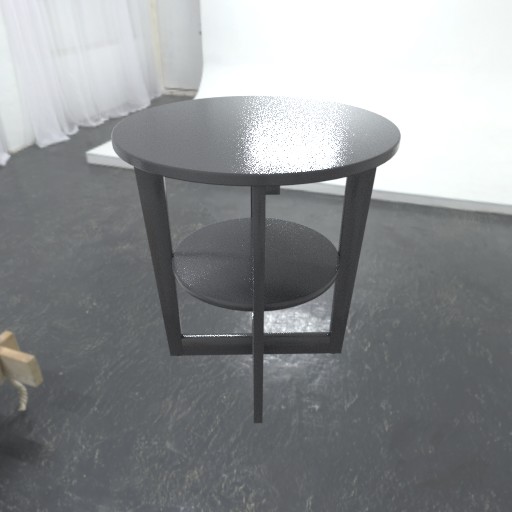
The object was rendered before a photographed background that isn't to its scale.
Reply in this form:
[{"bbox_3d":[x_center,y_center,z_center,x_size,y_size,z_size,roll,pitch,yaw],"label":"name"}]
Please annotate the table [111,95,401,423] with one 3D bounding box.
[{"bbox_3d":[0.000,0.000,0.934,0.500,0.550,0.500,0,31,0],"label":"table"}]
